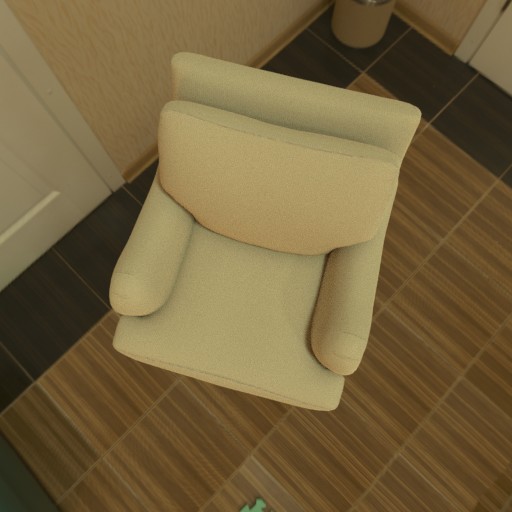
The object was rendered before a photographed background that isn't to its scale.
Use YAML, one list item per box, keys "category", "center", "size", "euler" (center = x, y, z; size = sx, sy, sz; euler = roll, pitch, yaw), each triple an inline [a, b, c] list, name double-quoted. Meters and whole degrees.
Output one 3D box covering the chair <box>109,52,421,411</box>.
- category: "chair"
  center: [0.000, 0.000, 1.832]
  size: [0.955, 1.038, 1.070]
  euler: [15, 76, 4]
